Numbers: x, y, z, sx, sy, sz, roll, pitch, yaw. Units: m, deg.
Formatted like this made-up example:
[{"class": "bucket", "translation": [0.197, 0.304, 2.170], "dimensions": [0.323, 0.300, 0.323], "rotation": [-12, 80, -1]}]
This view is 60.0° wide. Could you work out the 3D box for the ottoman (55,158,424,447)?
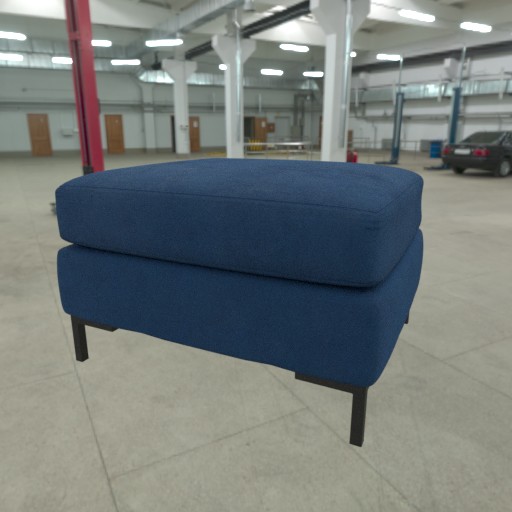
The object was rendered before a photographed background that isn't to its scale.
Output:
[{"class": "ottoman", "translation": [0.000, 0.000, 1.177], "dimensions": [0.794, 0.485, 0.655], "rotation": [8, 18, 25]}]
